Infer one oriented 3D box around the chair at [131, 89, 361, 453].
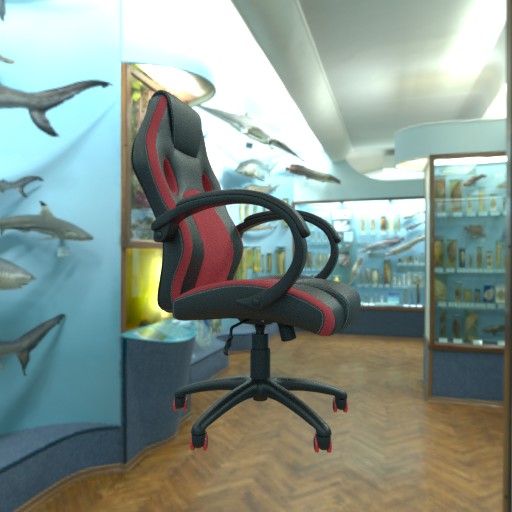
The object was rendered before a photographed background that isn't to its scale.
[{"bbox_3d":[0.000,0.000,1.591,0.724,1.187,0.673,0,0,19],"label":"chair"}]
